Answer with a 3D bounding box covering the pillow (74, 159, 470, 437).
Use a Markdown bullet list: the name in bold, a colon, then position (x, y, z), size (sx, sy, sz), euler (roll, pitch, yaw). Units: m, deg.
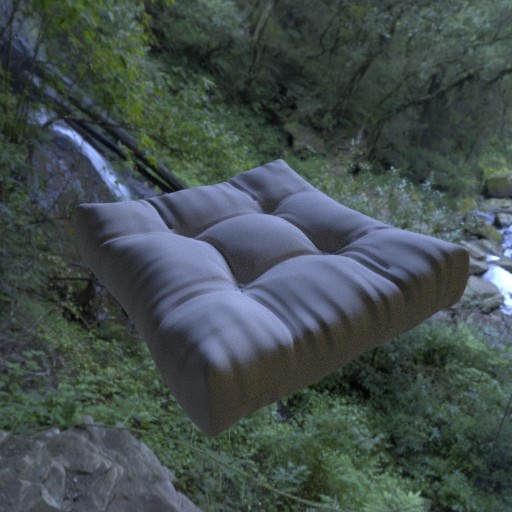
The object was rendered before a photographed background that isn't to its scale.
- **pillow**: position (0.000, 0.000, 0.726), size (0.468, 0.128, 0.490), euler (-19, 36, -29)
